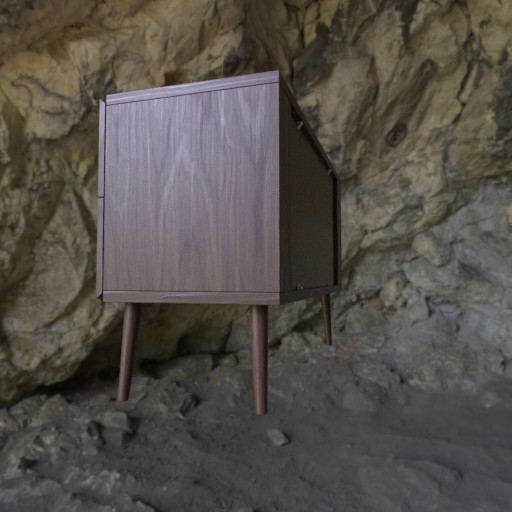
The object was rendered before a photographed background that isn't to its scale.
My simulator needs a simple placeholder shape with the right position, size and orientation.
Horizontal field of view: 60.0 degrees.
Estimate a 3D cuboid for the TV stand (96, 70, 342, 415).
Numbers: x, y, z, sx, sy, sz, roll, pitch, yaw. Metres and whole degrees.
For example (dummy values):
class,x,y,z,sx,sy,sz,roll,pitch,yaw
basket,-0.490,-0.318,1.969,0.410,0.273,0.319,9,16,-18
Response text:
class,x,y,z,sx,sy,sz,roll,pitch,yaw
TV stand,0.000,0.000,1.362,0.405,0.660,0.990,-1,-3,17
